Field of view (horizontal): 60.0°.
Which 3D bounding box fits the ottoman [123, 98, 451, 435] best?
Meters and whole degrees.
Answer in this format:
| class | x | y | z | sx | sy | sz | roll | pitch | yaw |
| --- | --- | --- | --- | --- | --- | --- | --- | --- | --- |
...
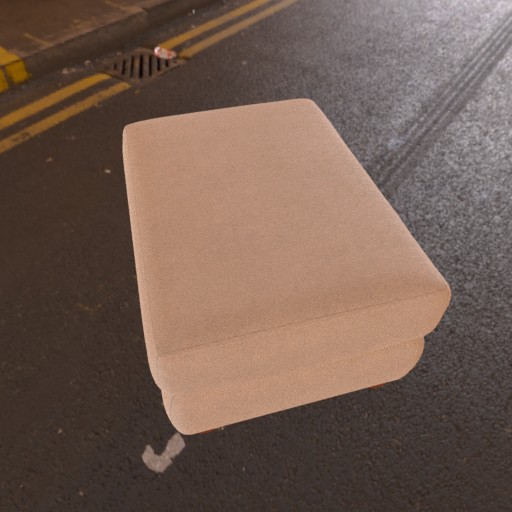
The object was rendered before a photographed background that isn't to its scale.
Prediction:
| class | x | y | z | sx | sy | sz | roll | pitch | yaw |
| --- | --- | --- | --- | --- | --- | --- | --- | --- | --- |
| ottoman | 0.000 | 0.000 | 1.143 | 0.569 | 0.499 | 0.773 | -11 | 48 | -10 |
